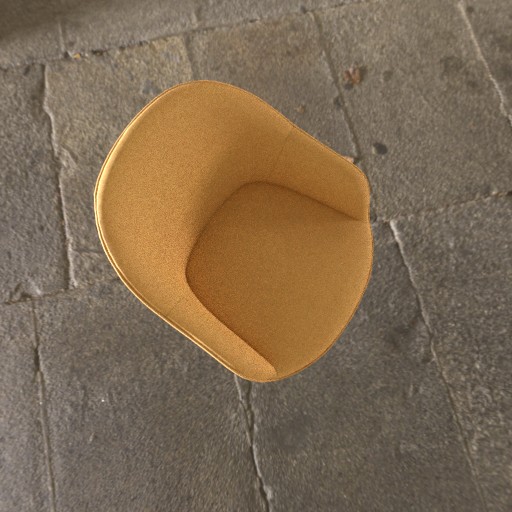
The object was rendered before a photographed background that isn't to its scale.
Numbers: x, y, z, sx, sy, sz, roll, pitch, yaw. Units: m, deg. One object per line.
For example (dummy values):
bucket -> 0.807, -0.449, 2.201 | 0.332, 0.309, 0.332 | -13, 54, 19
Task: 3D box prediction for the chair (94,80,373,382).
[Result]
chair -> 0.000, 0.000, 1.262 | 0.635, 0.823, 0.596 | 31, 78, 7
